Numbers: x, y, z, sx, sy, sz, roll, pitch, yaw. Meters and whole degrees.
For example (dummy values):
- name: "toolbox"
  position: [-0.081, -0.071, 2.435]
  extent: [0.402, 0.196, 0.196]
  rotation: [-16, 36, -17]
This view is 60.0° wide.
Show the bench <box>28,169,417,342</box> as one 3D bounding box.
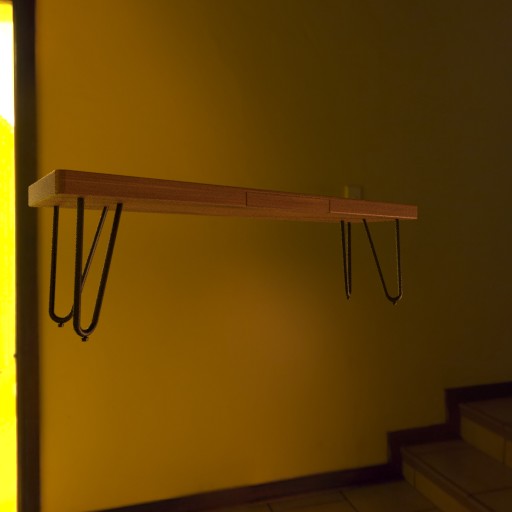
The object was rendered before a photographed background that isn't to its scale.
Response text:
- name: "bench"
  position: [0.000, 0.000, 1.764]
  extent: [1.570, 0.462, 0.425]
  rotation: [-1, 1, -36]
